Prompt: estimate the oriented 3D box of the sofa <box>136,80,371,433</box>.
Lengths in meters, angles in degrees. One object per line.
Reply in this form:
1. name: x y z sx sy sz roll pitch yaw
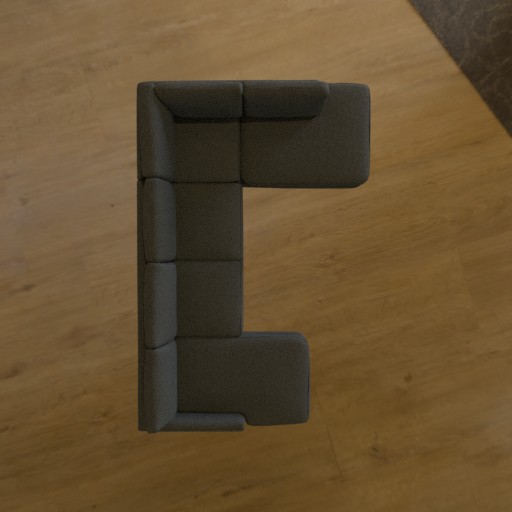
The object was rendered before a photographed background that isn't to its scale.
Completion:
1. sofa: 0.000 0.000 3.872 1.984 0.858 2.975 0 91 0
